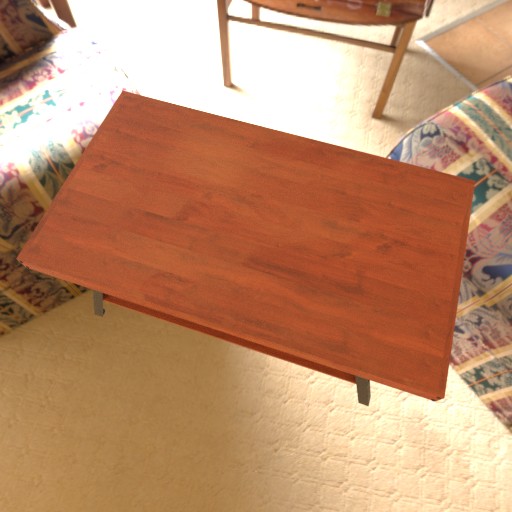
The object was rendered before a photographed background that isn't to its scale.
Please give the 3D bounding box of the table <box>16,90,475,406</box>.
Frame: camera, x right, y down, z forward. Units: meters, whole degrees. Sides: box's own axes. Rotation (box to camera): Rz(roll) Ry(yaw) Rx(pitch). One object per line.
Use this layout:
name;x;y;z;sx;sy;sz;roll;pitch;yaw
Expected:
table;0.000;0.000;1.370;1.067;0.457;0.610;17;65;8
